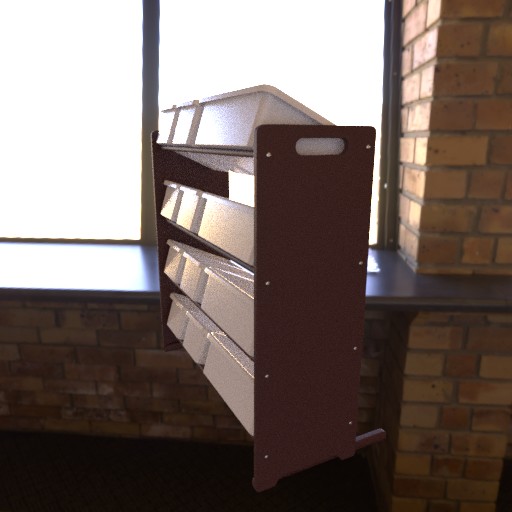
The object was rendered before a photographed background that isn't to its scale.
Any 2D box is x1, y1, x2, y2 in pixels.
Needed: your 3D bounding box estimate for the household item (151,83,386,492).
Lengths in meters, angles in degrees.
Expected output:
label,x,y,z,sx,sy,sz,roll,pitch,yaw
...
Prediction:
label,x,y,z,sx,sy,sz,roll,pitch,yaw
household item,0.000,0.000,1.300,0.389,0.864,0.787,-7,17,-26
